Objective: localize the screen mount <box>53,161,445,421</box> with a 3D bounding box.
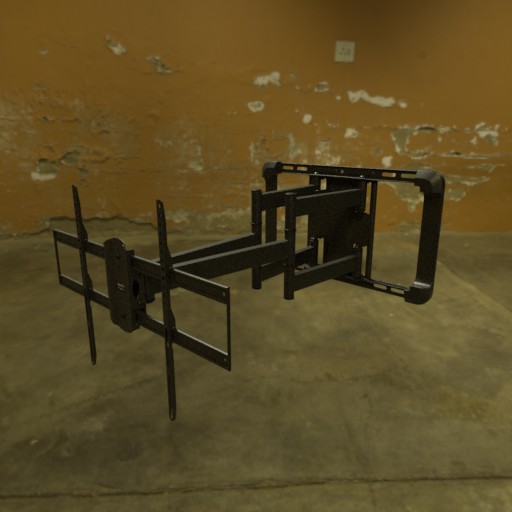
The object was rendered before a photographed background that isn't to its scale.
[{"bbox_3d":[0.000,0.000,1.315,0.725,0.483,0.905,14,21,41],"label":"screen mount"}]
